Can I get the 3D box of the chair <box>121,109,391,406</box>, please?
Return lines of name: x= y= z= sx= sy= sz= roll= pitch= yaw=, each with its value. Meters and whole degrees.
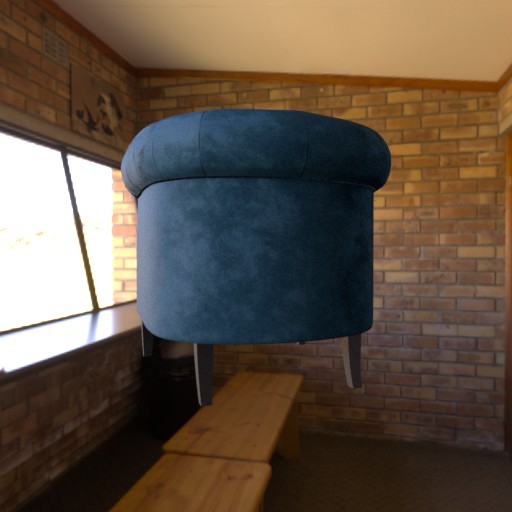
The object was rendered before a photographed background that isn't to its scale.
chair: x=0.000 y=0.000 z=1.574 sx=0.904 sy=0.826 sz=0.851 roll=0 pitch=1 yaw=-19
